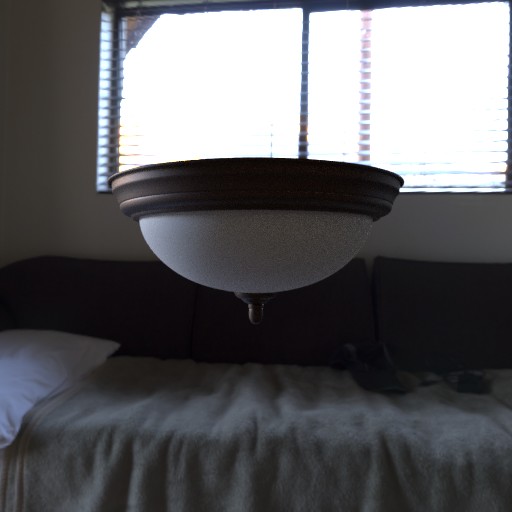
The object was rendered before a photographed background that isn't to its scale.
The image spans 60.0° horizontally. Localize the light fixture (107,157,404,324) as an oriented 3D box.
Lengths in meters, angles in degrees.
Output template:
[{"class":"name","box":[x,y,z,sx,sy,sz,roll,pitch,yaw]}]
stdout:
[{"class":"light fixture","box":[0.000,0.000,0.440,0.280,0.135,0.280,0,0,0]}]
